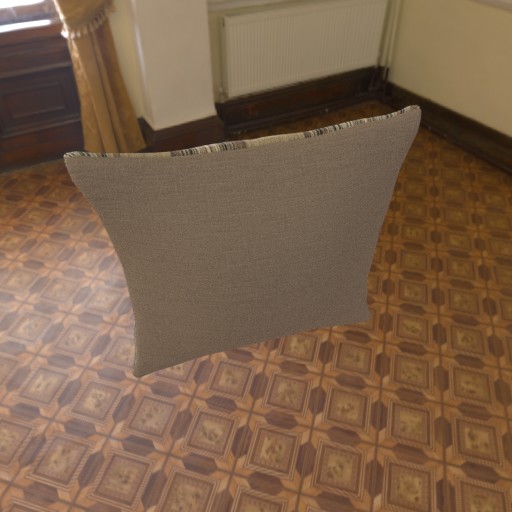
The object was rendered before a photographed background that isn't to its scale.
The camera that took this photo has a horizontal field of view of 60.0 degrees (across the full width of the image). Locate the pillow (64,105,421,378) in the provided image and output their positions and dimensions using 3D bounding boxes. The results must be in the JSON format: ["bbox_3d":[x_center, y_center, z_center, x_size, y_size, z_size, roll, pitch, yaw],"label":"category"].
[{"bbox_3d":[0.000,0.000,0.656,0.435,0.416,0.189,-11,44,-12],"label":"pillow"}]
